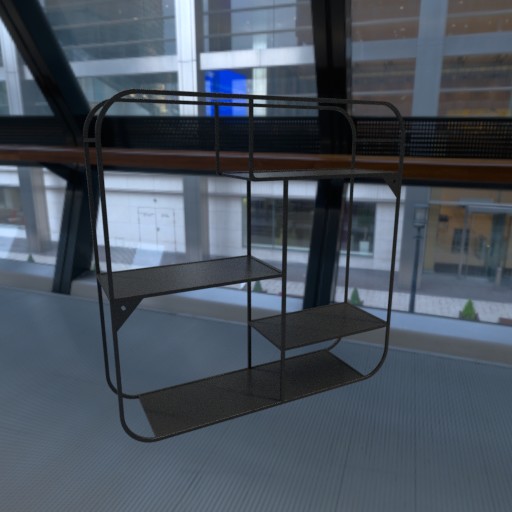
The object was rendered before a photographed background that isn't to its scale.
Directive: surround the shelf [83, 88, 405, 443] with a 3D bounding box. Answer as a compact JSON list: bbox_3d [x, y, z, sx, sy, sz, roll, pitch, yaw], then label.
[{"bbox_3d":[0.000,0.000,0.899,0.600,0.600,0.160,-7,16,-26],"label":"shelf"}]
